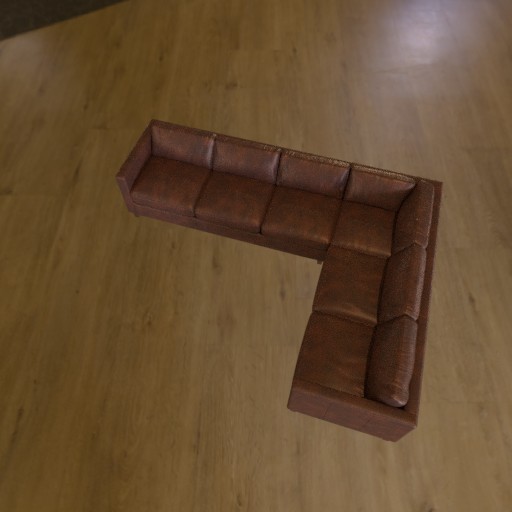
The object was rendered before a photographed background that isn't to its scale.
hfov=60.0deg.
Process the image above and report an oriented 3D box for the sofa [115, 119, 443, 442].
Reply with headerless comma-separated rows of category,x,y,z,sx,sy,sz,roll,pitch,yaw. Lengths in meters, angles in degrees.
sofa,0.000,0.000,4.244,3.152,0.836,2.438,15,59,9
